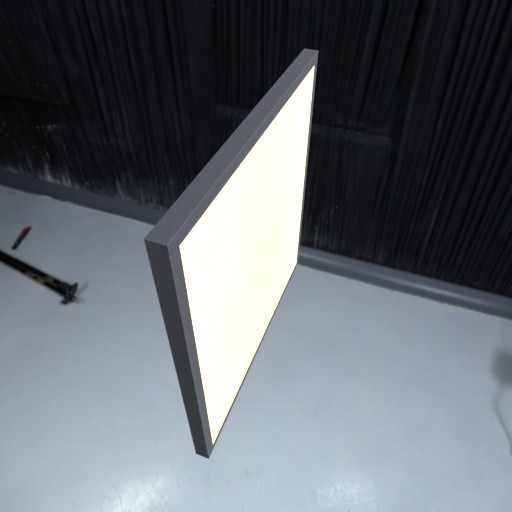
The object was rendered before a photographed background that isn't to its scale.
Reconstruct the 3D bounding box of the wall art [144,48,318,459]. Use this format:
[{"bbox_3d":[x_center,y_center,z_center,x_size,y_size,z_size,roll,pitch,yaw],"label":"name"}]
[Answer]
[{"bbox_3d":[0.000,0.000,1.132,0.037,0.760,0.762,15,47,15],"label":"wall art"}]
